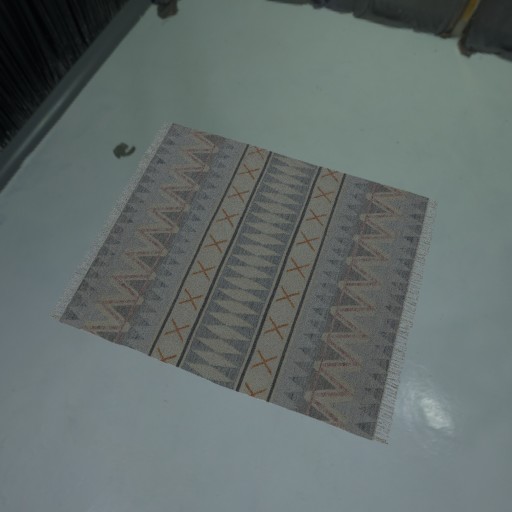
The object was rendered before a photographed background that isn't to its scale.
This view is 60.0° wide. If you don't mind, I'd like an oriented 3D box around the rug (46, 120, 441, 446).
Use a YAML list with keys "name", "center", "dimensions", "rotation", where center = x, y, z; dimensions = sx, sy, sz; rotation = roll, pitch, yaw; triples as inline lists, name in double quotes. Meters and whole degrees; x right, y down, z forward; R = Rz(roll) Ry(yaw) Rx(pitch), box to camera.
- name: "rug"
  center: [0.000, 0.000, 4.070]
  dimensions: [3.000, 0.012, 2.371]
  rotation: [18, 66, 9]
